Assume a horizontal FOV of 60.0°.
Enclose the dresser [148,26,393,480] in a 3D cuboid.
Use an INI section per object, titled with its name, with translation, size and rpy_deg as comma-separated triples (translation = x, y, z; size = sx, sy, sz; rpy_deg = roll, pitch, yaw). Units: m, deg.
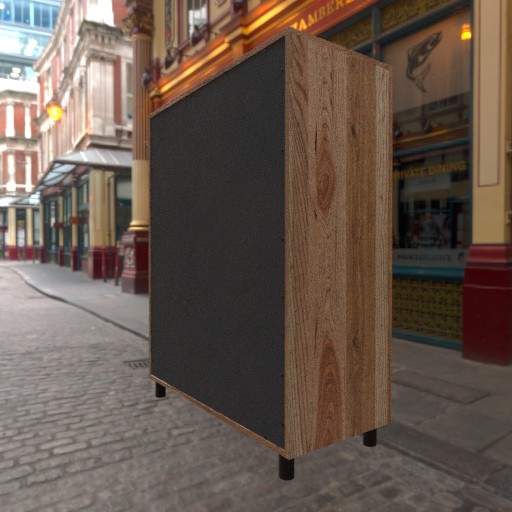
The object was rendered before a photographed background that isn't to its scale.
[dresser]
translation = 0.000, 0.000, 1.724
size = 0.480, 1.243, 0.966
rpy_deg = 0, 1, -36
